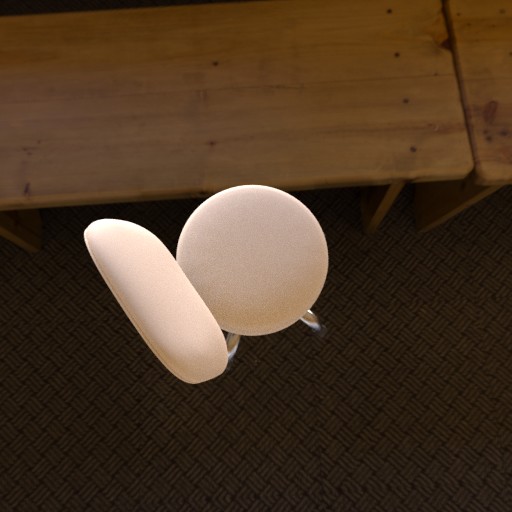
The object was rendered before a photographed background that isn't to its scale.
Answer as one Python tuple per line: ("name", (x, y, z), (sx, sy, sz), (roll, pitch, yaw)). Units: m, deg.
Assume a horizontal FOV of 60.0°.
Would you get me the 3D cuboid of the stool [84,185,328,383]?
("stool", (0.000, 0.000, 1.232), (0.616, 0.810, 0.609), (-35, 79, -8))
